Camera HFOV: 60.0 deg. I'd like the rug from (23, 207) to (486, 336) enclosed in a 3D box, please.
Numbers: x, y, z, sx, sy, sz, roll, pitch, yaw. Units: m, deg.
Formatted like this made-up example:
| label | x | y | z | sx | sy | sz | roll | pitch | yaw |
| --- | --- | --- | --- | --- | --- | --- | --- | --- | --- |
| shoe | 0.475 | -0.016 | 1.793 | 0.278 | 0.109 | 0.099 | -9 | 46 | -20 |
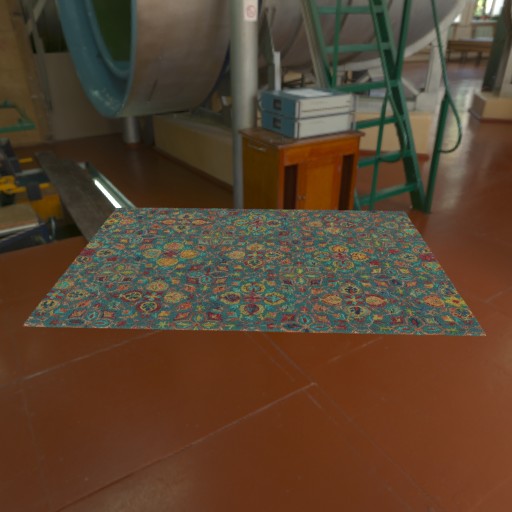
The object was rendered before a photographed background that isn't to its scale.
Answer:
| label | x | y | z | sx | sy | sz | roll | pitch | yaw |
| --- | --- | --- | --- | --- | --- | --- | --- | --- | --- |
| rug | 0.000 | 0.000 | 2.852 | 2.290 | 0.016 | 1.527 | 1 | 29 | 2 |
